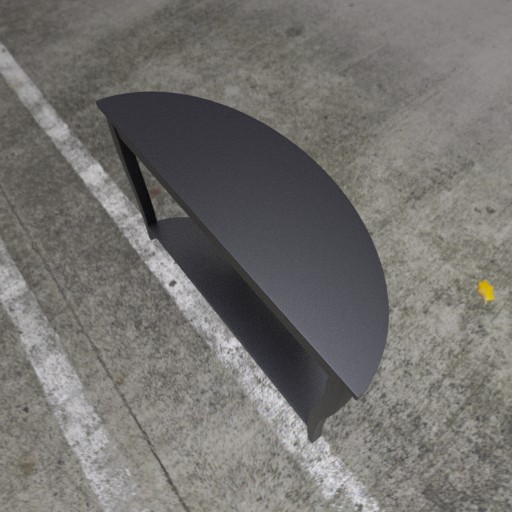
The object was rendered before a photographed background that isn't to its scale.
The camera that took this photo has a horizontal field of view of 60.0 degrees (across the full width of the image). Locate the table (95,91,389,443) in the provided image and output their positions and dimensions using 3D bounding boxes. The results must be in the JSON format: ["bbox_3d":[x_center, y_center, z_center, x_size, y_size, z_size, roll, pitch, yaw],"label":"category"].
[{"bbox_3d":[0.000,0.000,1.607,0.394,0.780,1.219,-34,64,-19],"label":"table"}]
